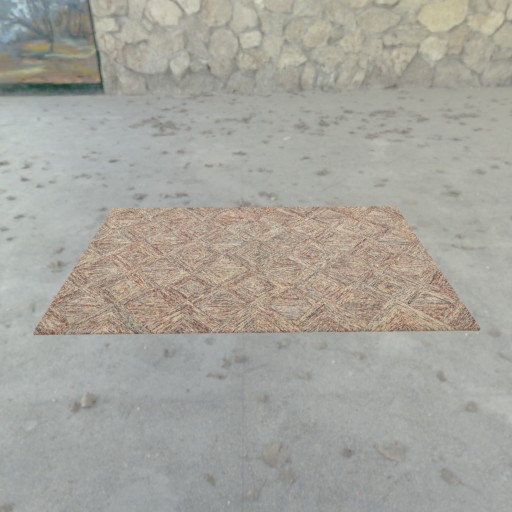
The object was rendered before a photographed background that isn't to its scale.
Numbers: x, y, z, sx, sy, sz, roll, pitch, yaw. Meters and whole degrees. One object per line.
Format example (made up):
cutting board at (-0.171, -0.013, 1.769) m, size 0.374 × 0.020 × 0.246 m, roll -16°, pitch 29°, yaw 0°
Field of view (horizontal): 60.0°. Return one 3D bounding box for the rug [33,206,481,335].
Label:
rug at (0.000, 0.000, 2.914) m, size 2.285 × 0.019 × 1.523 m, roll 0°, pitch 31°, yaw -1°
